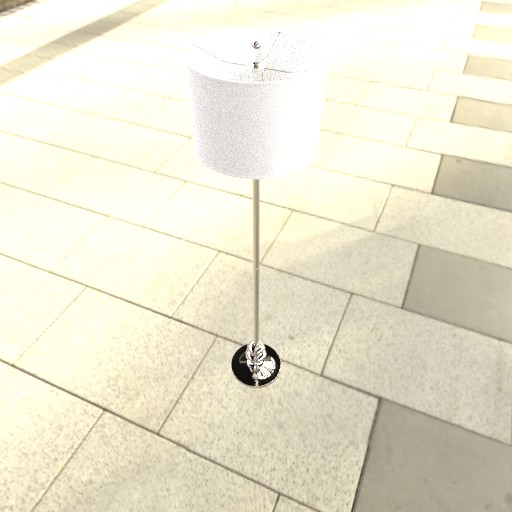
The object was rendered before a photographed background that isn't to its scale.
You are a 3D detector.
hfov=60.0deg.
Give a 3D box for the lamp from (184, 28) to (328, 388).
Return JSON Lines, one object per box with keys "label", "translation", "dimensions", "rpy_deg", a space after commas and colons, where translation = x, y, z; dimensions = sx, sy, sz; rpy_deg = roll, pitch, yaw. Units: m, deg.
{"label": "lamp", "translation": [0.000, 0.000, 1.613], "dimensions": [0.356, 1.487, 0.356], "rpy_deg": [16, 47, 15]}
